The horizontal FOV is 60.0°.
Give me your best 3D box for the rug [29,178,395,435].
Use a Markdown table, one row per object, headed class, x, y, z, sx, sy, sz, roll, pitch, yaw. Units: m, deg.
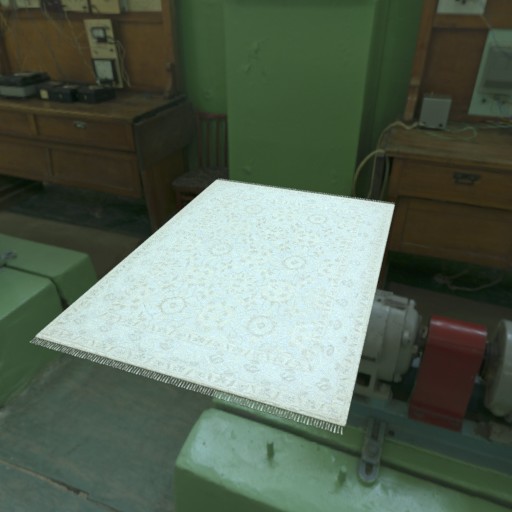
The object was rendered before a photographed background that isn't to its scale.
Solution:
| class | x | y | z | sx | sy | sz | roll | pitch | yaw |
| --- | --- | --- | --- | --- | --- | --- | --- | --- | --- |
| rug | 0.000 | 0.000 | 2.802 | 1.514 | 0.011 | 2.233 | 11 | 33 | 17 |
